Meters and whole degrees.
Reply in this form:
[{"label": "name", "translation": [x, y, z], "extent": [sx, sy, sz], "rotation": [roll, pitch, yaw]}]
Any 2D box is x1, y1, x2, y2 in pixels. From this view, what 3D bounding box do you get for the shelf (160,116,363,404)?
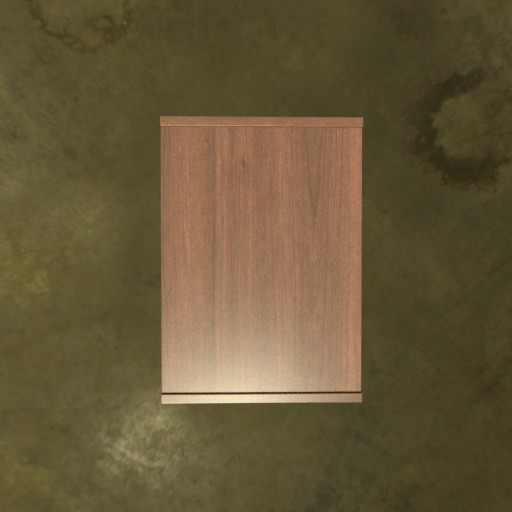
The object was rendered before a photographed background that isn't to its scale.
[{"label": "shelf", "translation": [0.000, 0.000, 1.074], "extent": [0.290, 0.879, 0.414], "rotation": [0, 91, -1]}]
